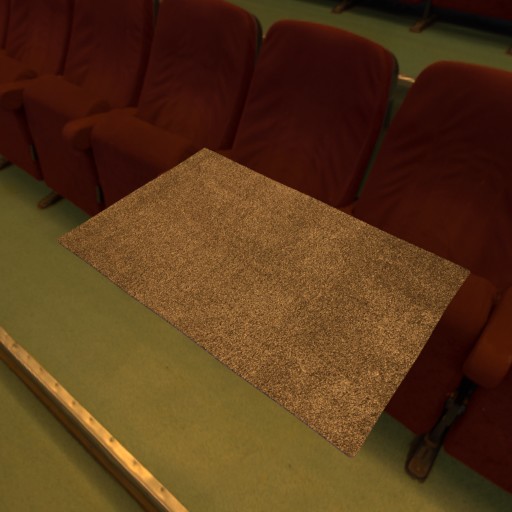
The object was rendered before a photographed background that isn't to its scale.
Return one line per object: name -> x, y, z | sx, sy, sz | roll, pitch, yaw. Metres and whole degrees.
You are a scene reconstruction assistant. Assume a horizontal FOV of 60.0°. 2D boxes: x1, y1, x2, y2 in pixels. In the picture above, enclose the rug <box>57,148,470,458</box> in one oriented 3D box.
rug -> 0.000, 0.000, 2.970 | 2.352, 0.025, 1.501 | 30, 53, 26
